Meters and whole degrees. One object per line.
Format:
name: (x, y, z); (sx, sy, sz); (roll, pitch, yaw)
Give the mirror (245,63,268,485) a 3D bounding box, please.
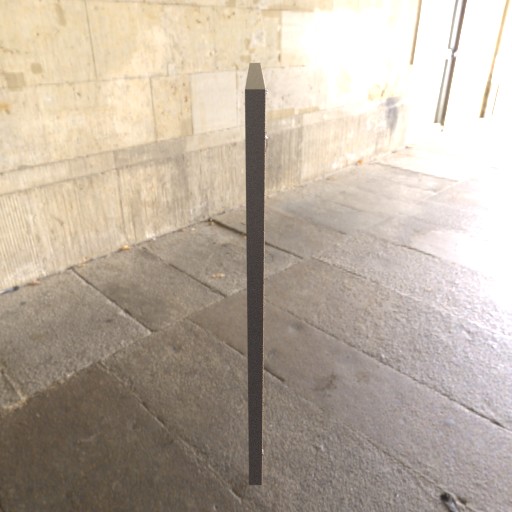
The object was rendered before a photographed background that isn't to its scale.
mirror: (0.000, 0.000, 1.321); (0.040, 1.016, 0.762); (0, 27, 0)
